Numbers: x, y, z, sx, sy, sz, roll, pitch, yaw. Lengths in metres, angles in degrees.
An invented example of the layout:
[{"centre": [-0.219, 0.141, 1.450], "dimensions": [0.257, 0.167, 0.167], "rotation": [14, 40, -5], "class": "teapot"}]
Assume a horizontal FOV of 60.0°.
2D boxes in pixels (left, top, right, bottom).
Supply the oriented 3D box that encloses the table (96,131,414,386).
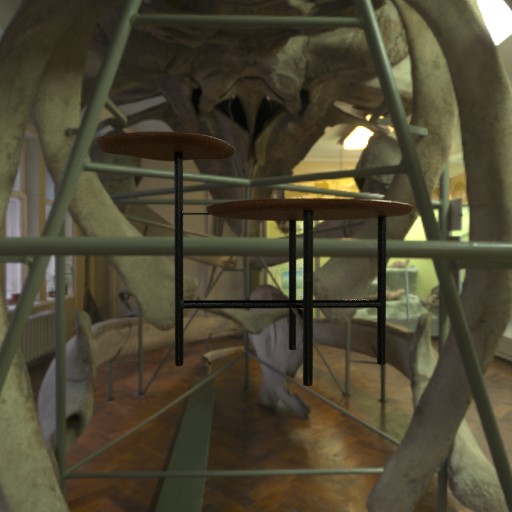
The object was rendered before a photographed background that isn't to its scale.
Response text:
[{"centre": [0.000, 0.000, 1.093], "dimensions": [0.759, 0.538, 0.442], "rotation": [0, 1, -1], "class": "table"}]
